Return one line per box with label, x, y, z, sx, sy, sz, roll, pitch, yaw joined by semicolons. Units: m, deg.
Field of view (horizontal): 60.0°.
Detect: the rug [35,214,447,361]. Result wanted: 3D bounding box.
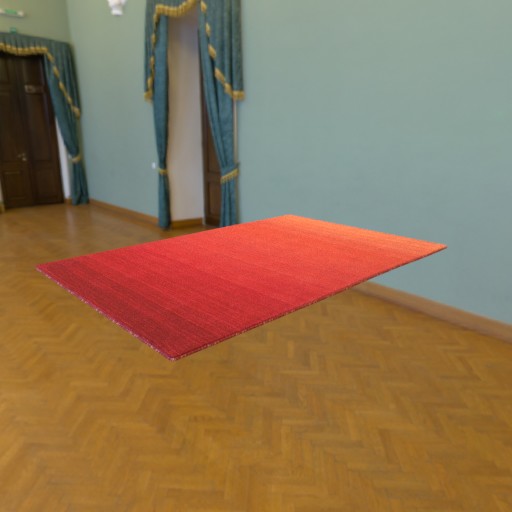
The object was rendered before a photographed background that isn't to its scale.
rug;0.000;0.000;2.337;1.835;0.018;1.230;-15;22;-41
